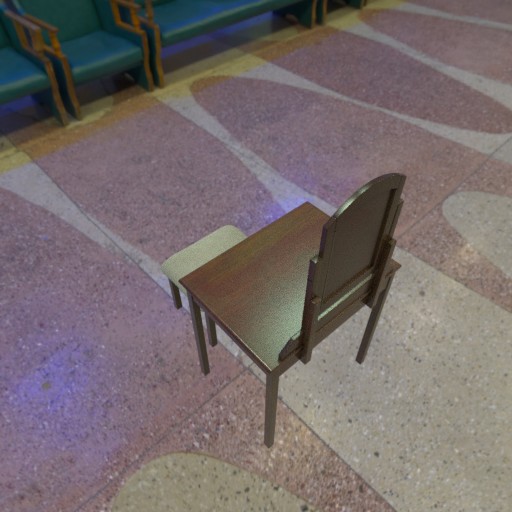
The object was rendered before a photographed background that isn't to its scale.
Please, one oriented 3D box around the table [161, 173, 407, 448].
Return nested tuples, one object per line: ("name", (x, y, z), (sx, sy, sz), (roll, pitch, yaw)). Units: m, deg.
("table", (0.000, 0.000, 2.334), (0.876, 1.631, 1.211), (-33, 55, -27))
